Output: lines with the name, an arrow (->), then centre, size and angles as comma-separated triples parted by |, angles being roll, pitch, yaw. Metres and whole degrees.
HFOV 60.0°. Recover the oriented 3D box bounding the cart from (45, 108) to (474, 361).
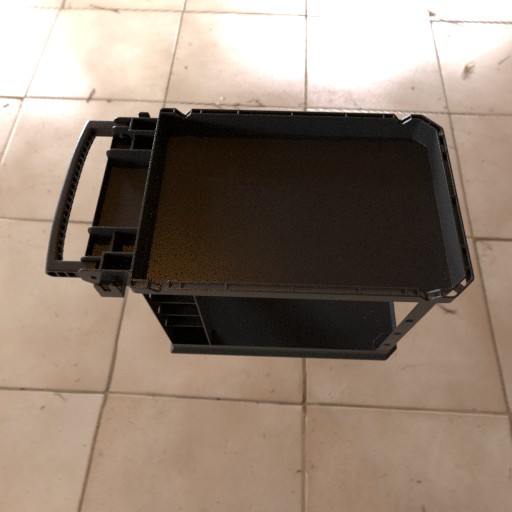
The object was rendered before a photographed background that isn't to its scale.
cart -> 0.000, 0.000, 1.762 | 1.239, 0.884, 0.674 | 2, 63, 1
